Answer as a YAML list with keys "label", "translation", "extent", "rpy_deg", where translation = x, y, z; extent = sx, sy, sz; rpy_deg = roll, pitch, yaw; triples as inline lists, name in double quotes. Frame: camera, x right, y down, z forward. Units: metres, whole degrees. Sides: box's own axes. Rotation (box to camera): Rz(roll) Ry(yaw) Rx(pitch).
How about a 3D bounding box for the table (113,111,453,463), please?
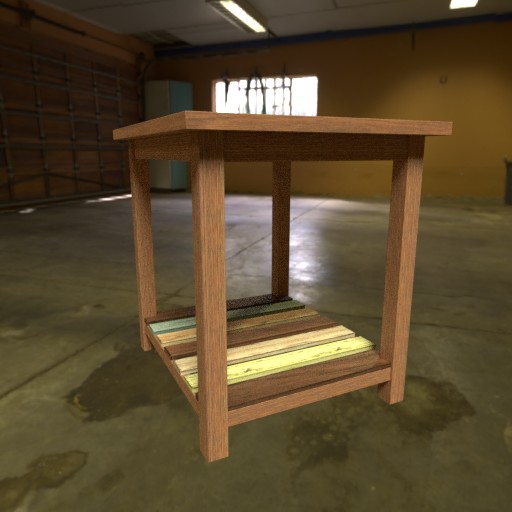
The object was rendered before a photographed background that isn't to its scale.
- label: "table"
  translation: [0.000, 0.000, 1.134]
  extent: [0.559, 0.635, 0.660]
  rpy_deg: [-6, 15, -26]
